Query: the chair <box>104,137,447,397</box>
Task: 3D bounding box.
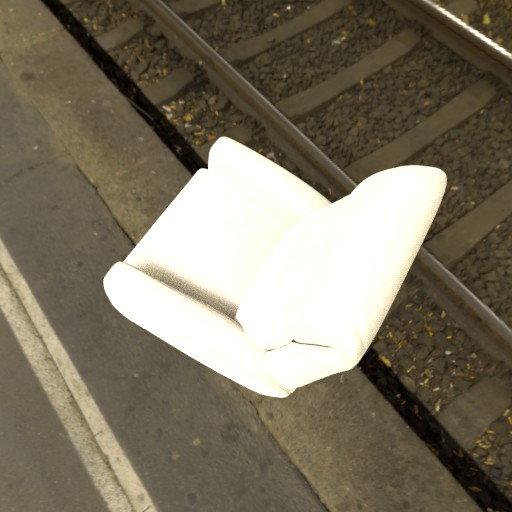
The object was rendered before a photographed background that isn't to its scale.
[{"bbox_3d":[0.000,0.000,1.635,0.941,1.015,0.812,28,67,13],"label":"chair"}]
